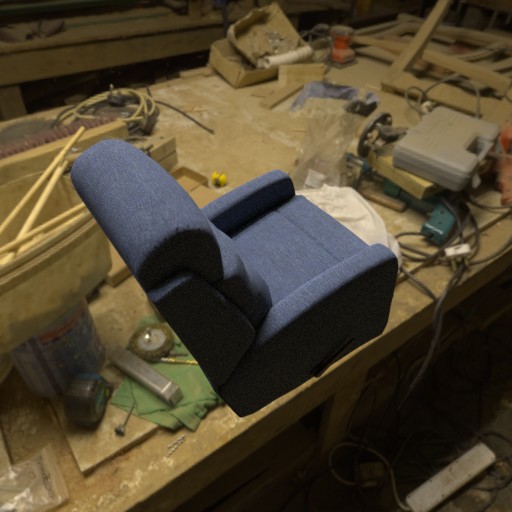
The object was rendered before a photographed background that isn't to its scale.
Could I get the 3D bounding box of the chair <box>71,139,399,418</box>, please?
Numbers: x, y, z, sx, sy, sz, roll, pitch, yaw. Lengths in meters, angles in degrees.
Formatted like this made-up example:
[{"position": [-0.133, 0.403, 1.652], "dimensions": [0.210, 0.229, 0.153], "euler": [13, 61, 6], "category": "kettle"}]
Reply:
[{"position": [0.000, 0.000, 1.720], "dimensions": [1.043, 1.013, 0.798], "euler": [-25, 48, -25], "category": "chair"}]
